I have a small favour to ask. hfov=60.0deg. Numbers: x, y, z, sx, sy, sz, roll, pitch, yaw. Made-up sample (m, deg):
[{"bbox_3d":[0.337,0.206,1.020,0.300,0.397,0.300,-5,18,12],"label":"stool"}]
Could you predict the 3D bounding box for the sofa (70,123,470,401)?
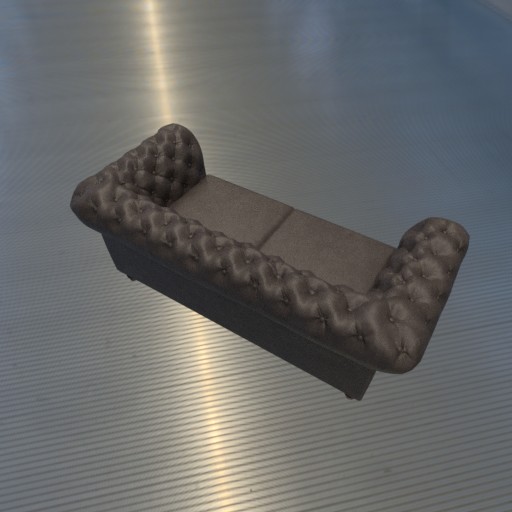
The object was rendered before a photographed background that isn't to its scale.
[{"bbox_3d":[0.000,0.000,2.580,2.048,0.779,0.944,24,51,22],"label":"sofa"}]
